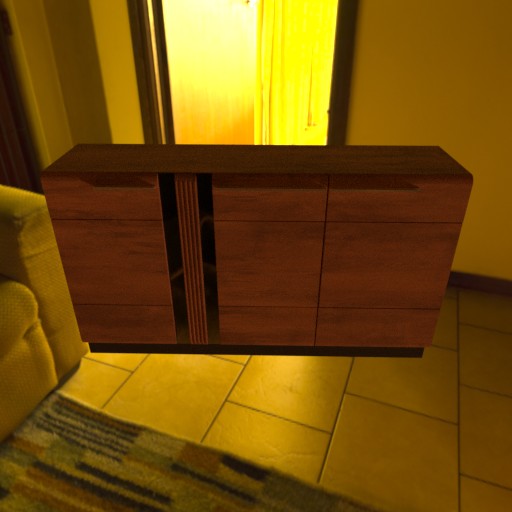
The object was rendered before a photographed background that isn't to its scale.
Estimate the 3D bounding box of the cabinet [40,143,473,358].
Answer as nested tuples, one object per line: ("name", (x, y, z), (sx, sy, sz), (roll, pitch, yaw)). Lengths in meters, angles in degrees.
("cabinet", (0.000, 0.000, 2.011), (1.600, 0.900, 0.420), (1, 30, 1))
